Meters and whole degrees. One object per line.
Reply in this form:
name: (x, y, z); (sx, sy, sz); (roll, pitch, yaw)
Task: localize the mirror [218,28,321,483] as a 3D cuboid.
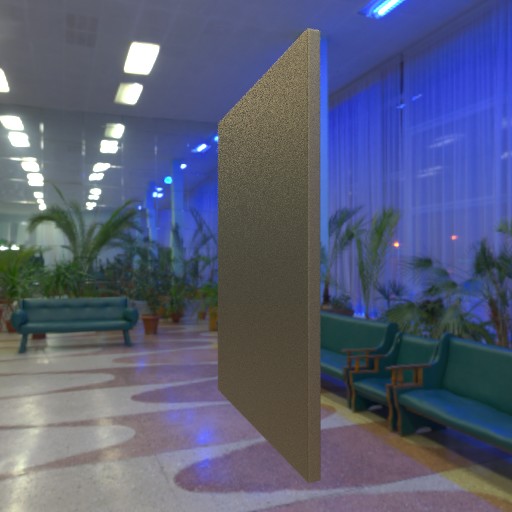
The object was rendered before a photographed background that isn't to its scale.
mirror: (0.000, 0.000, 1.355); (0.032, 1.023, 0.756); (0, 0, -20)
